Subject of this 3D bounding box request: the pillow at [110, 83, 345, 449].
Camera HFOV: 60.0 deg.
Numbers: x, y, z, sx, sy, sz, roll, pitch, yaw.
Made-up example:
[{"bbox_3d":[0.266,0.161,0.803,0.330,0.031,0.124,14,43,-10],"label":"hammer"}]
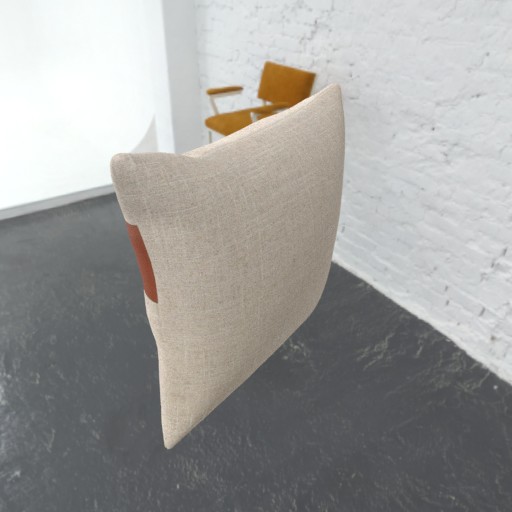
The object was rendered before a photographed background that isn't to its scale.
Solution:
[{"bbox_3d":[0.000,0.000,0.617,0.173,0.399,0.414,20,37,30],"label":"pillow"}]
